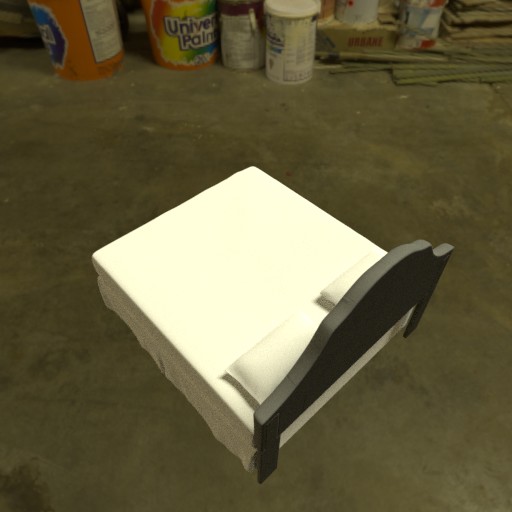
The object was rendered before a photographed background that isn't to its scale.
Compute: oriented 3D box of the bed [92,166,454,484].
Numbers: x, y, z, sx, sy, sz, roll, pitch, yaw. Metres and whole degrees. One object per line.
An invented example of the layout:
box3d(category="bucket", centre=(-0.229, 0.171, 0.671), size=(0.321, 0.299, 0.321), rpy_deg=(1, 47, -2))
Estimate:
box3d(category="bed", centre=(0.000, 0.000, 3.564), size=(2.008, 1.615, 2.214), rpy_deg=(-34, 56, -27))
